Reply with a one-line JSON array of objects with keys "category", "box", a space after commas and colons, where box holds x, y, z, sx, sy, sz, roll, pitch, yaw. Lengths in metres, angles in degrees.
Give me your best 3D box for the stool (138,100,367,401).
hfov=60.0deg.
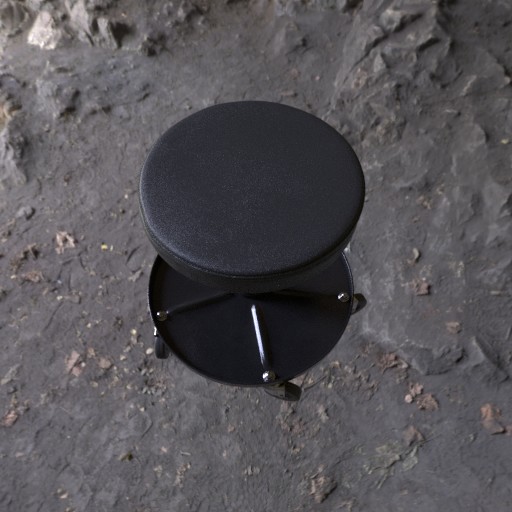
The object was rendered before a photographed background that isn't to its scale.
[{"category": "stool", "box": [0.000, 0.000, 0.676, 0.382, 0.365, 0.381, -13, 60, -8]}]
